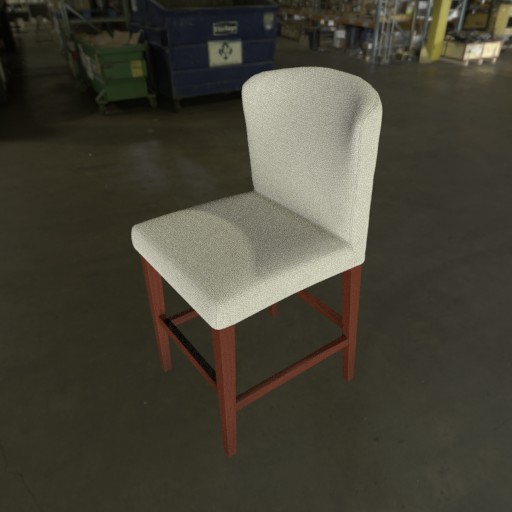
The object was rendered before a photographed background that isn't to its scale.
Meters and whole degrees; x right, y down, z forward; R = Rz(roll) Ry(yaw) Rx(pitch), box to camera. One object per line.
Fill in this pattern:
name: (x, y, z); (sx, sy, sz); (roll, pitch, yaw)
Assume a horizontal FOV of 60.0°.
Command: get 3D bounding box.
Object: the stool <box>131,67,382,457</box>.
stool: (0.000, 0.000, 1.301); (0.568, 0.969, 0.481); (-21, 38, -30)
